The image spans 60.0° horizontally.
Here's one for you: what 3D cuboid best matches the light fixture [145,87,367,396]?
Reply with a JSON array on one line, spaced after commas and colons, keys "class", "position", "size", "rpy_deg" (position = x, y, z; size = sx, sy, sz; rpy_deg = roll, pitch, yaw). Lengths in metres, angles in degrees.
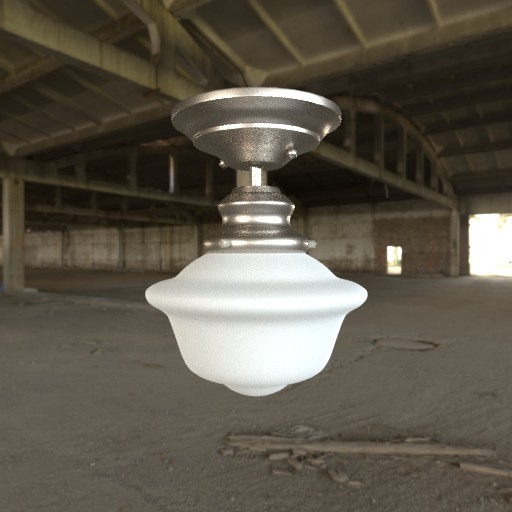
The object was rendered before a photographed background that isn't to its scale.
[{"class": "light fixture", "position": [0.000, 0.000, 0.407], "size": [0.199, 0.254, 0.199], "rpy_deg": [0, 0, 0]}]
